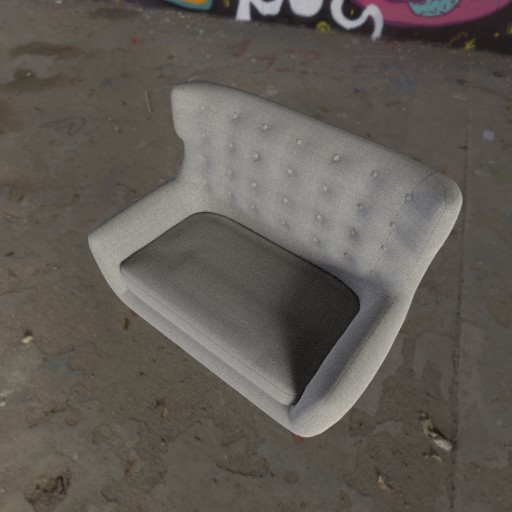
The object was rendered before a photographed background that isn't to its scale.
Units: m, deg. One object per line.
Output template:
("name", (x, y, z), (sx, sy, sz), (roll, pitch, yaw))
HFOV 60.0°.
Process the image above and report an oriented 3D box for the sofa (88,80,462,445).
("sofa", (0.000, 0.000, 1.997), (1.386, 1.028, 0.884), (31, 54, 25))
